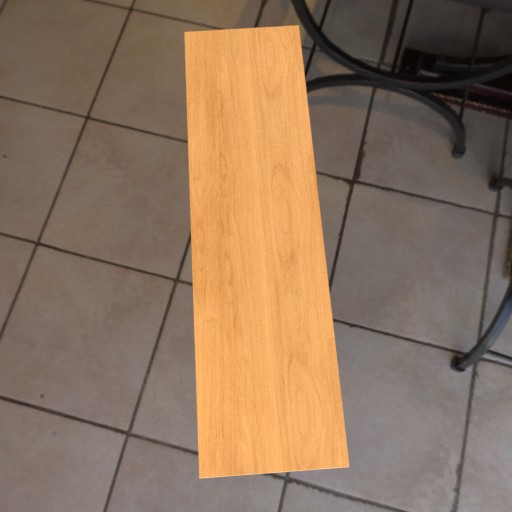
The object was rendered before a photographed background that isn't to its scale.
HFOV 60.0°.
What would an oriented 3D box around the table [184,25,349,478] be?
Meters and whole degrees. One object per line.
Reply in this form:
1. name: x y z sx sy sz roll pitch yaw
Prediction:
1. table: 0.000 0.000 1.538 0.350 0.730 1.240 -4 75 -1
